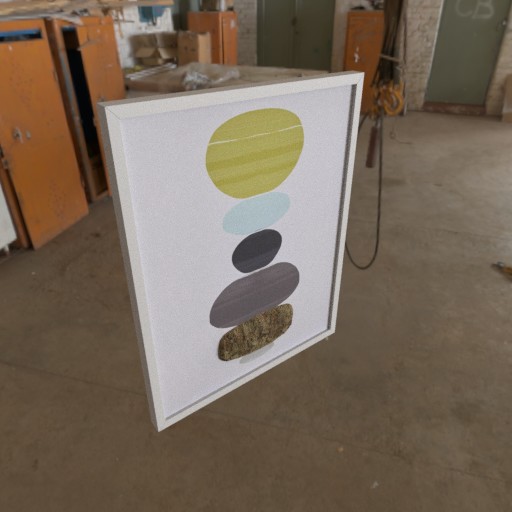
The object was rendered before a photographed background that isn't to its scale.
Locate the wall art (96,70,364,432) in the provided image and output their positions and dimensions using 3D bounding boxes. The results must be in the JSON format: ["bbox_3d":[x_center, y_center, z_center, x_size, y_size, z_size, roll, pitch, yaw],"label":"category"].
[{"bbox_3d":[0.000,0.000,1.051,0.611,0.763,0.055,-21,36,-32],"label":"wall art"}]
